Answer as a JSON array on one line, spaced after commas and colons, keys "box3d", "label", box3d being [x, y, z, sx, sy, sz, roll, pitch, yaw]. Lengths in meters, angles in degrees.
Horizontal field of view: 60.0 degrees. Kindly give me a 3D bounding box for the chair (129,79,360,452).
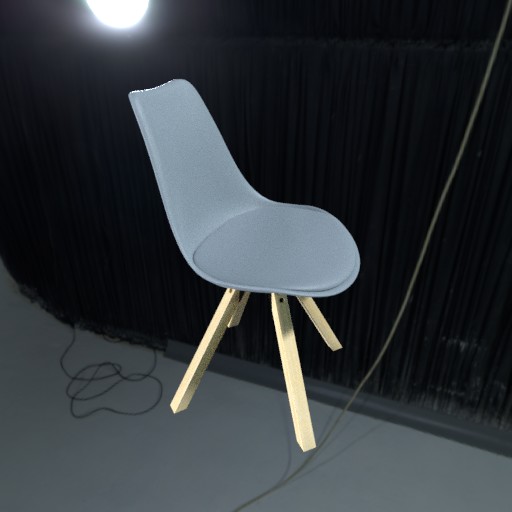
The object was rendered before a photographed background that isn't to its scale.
[{"box3d": [0.000, 0.000, 1.201, 0.549, 0.850, 0.485, 10, 31, 17], "label": "chair"}]
